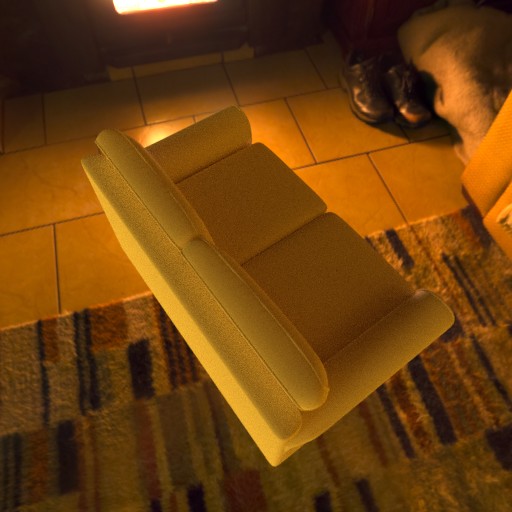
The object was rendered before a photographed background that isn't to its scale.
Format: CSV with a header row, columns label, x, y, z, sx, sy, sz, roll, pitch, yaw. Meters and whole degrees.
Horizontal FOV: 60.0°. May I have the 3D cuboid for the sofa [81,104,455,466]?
label,x,y,z,sx,sy,sz,roll,pitch,yaw
sofa,0.000,0.000,2.288,0.991,0.940,1.727,-32,64,-18
